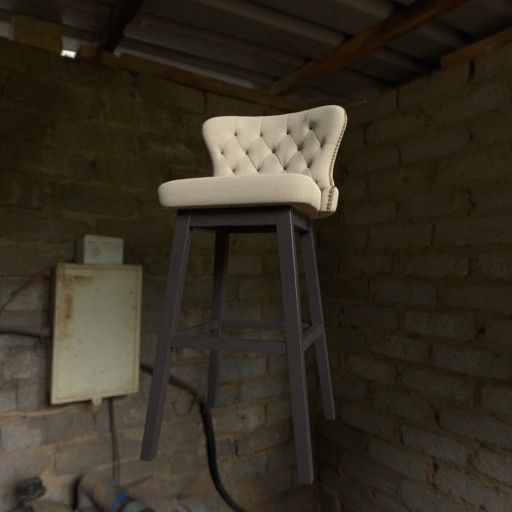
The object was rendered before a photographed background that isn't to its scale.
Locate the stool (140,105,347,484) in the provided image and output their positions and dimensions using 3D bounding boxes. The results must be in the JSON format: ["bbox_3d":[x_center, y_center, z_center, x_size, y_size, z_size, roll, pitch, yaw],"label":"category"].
[{"bbox_3d":[0.000,0.000,1.383,0.528,1.066,0.605,0,-1,17],"label":"stool"}]
